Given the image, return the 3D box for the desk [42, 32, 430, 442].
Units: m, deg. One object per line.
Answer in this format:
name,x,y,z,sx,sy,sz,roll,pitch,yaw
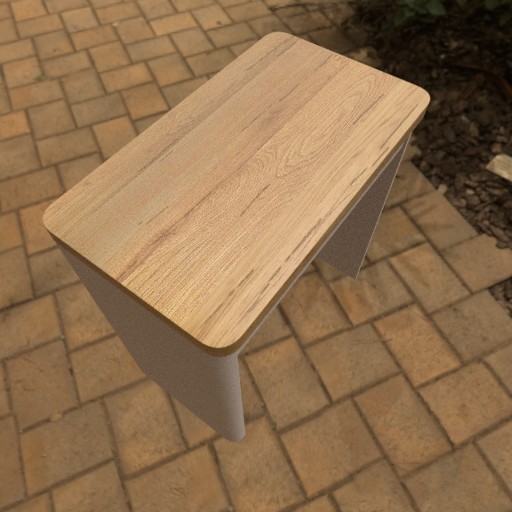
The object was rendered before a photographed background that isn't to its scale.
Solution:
desk,0.000,0.000,1.224,0.440,0.790,0.760,32,63,19
